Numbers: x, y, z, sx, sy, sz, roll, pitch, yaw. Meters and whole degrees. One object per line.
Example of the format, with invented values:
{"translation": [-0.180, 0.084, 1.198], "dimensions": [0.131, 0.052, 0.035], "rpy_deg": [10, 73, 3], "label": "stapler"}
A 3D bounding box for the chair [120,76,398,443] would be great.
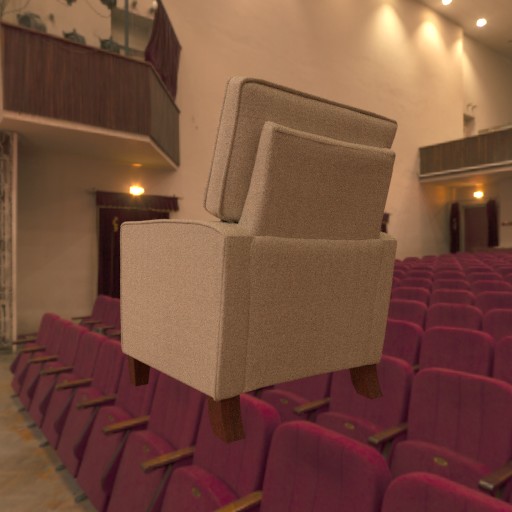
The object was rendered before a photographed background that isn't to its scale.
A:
{"translation": [0.000, 0.000, 1.444], "dimensions": [0.648, 0.888, 0.754], "rpy_deg": [0, 1, -37], "label": "chair"}
